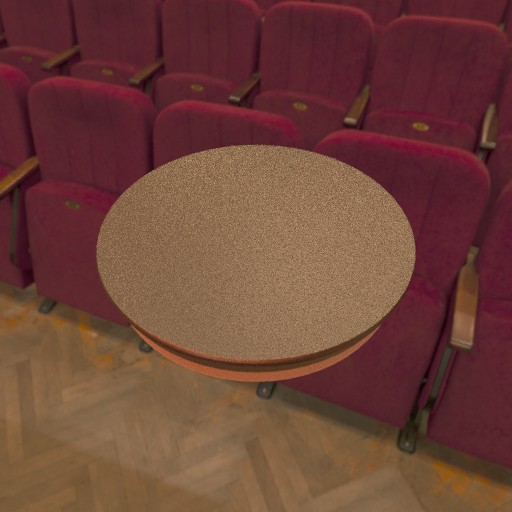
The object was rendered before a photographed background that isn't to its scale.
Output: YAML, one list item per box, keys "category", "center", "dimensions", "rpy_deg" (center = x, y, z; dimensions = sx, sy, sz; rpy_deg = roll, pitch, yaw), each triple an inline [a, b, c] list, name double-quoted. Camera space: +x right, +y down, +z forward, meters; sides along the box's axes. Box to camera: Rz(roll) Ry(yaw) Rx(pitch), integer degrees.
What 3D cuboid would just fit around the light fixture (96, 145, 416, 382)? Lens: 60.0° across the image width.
- category: "light fixture"
  center: [0.000, 0.000, 0.559]
  dimensions: [0.368, 0.100, 0.368]
  rpy_deg: [0, 45, 0]
